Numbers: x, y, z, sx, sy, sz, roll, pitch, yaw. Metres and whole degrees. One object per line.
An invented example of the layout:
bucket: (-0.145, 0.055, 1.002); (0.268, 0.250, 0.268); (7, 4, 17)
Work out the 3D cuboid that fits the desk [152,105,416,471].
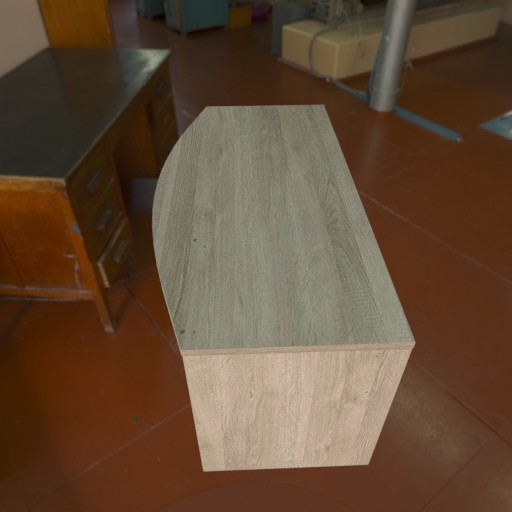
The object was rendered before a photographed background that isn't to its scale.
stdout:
desk: (0.000, 0.000, 2.038); (0.802, 0.752, 1.600); (-2, 41, -2)
